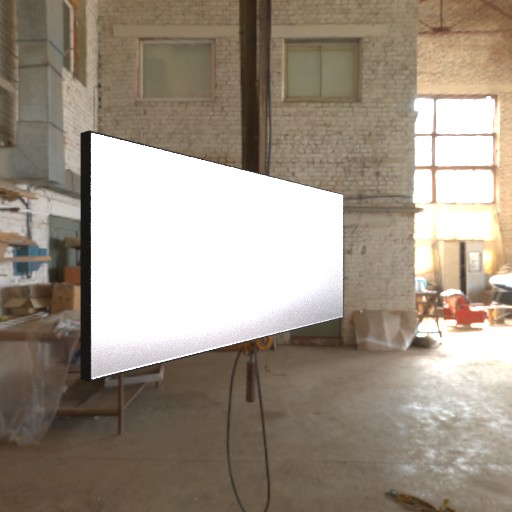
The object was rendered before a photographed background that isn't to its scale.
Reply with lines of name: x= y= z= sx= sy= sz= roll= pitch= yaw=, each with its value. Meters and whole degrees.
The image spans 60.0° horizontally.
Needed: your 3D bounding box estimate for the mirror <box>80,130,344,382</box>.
mirror: x=0.000 y=0.000 z=1.863 sx=0.047 sy=0.692 sz=1.584 roll=0 pitch=0 yaw=37
